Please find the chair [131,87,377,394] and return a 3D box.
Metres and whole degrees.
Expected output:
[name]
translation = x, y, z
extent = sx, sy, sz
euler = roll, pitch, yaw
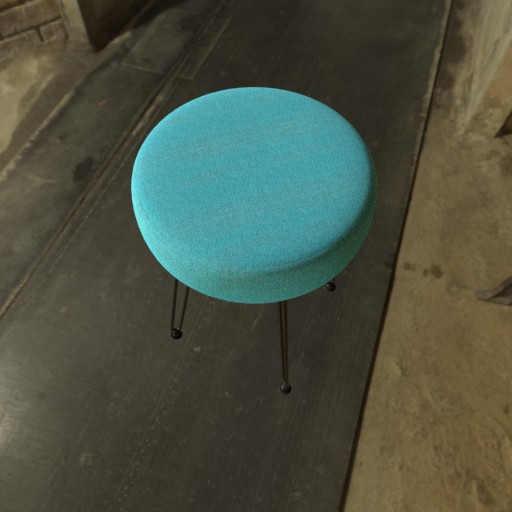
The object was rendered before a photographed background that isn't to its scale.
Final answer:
[chair]
translation = 0.000, 0.000, 0.707
extent = 0.350, 0.440, 0.350
euler = -16, 61, -9
